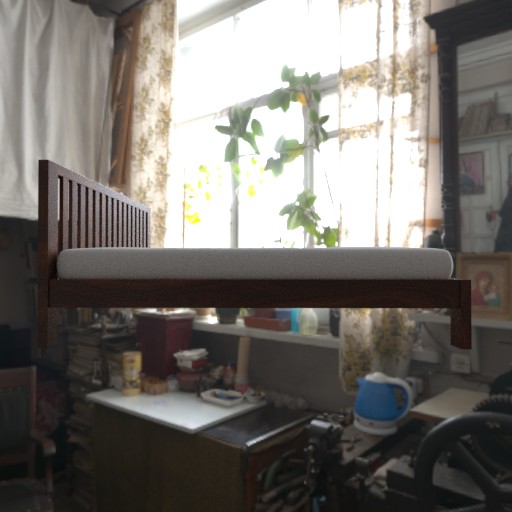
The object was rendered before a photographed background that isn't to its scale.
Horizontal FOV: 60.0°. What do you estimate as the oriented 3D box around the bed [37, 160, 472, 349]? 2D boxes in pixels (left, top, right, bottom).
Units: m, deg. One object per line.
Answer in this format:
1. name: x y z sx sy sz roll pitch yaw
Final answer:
1. bed: 0.000 0.000 3.029 2.030 0.890 1.905 0 -1 1
